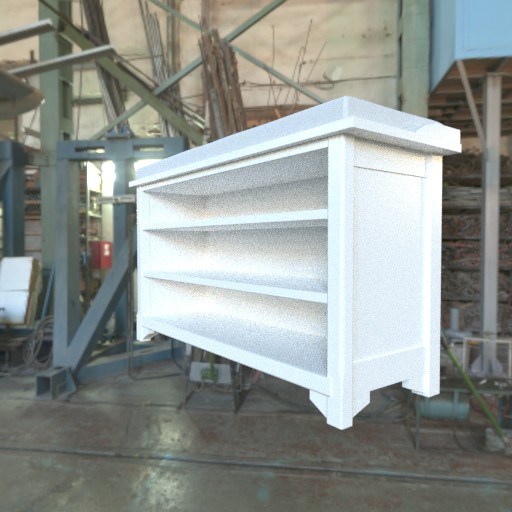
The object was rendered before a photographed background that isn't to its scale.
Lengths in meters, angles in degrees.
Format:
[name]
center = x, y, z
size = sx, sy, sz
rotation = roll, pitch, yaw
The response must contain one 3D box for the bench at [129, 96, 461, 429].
[bench]
center = 0.000, 0.000, 1.236
size = 0.346, 0.589, 0.987
rotation = -1, 2, -37
